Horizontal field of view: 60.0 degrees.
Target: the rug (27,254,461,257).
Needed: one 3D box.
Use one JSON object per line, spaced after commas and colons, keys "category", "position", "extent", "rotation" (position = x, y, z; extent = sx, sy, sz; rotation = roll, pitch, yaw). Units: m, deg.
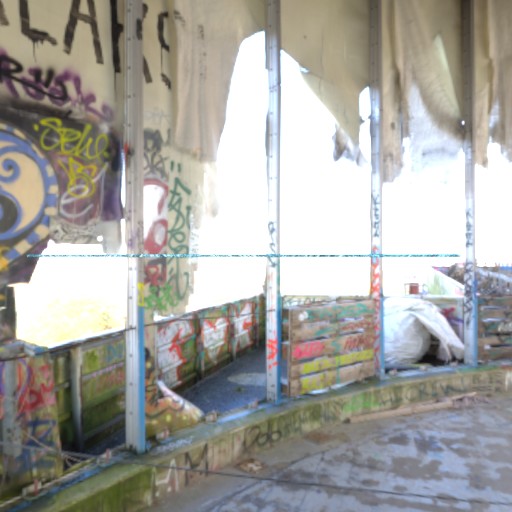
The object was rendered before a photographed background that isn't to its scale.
{"category": "rug", "position": [0.000, 0.000, 2.887], "extent": [2.277, 0.015, 1.490], "rotation": [0, 0, 18]}
